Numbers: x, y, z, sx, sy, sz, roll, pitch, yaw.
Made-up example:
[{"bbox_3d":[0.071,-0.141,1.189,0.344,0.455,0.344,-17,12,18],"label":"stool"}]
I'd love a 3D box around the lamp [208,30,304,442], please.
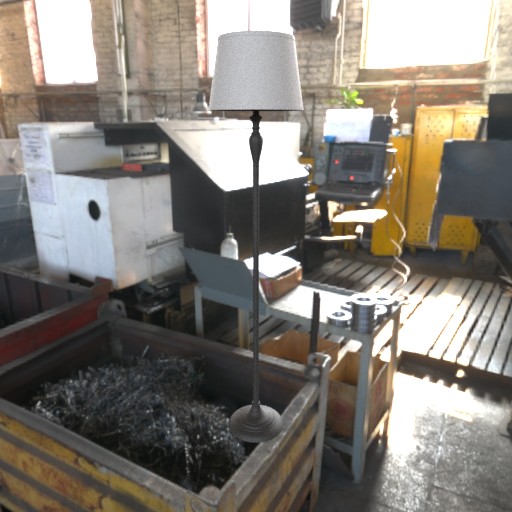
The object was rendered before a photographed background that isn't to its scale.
[{"bbox_3d":[0.000,0.000,1.682,0.327,1.506,0.327,-3,17,-8],"label":"lamp"}]
